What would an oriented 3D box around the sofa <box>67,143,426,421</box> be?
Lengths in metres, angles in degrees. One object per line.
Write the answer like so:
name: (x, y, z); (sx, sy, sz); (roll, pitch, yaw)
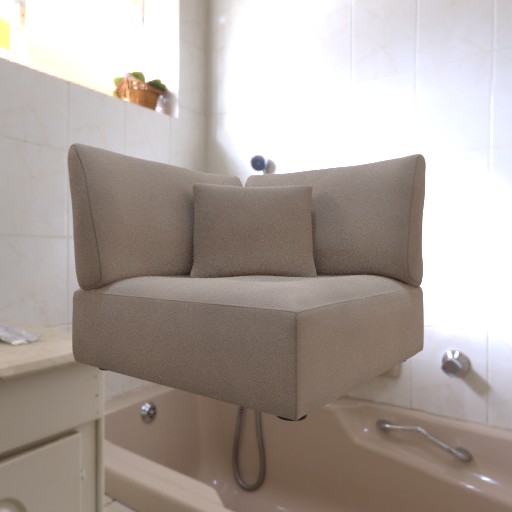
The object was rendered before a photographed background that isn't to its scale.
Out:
sofa: (0.000, 0.000, 1.684); (1.000, 0.820, 1.000); (0, 0, 37)
